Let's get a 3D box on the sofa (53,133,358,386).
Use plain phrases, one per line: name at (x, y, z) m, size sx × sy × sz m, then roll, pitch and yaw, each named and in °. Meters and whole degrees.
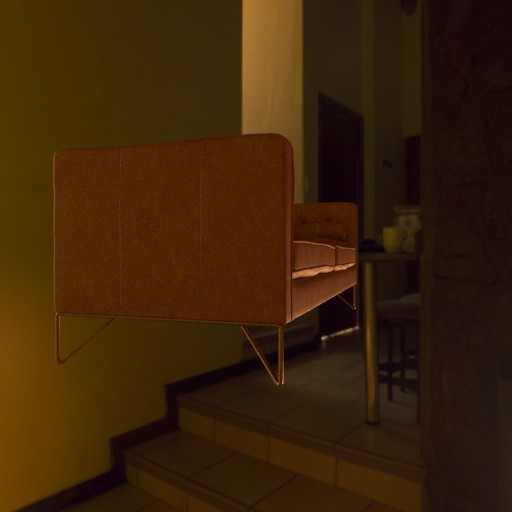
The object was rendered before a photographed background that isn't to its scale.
sofa at (0.000, 0.000, 2.466) m, size 0.912 × 0.798 × 2.079 m, roll 0°, pitch 0°, yaw 19°
